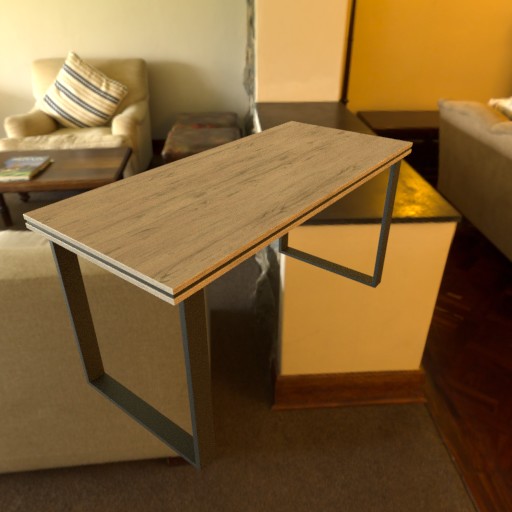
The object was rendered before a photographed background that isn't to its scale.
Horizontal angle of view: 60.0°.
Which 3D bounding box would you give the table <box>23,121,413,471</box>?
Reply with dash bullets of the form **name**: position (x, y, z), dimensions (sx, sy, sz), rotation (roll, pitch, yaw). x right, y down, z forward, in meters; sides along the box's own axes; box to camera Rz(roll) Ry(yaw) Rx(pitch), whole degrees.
- **table**: position (0.000, 0.000, 2.255), dimensions (0.795, 0.899, 1.778), rotation (21, 36, 32)
